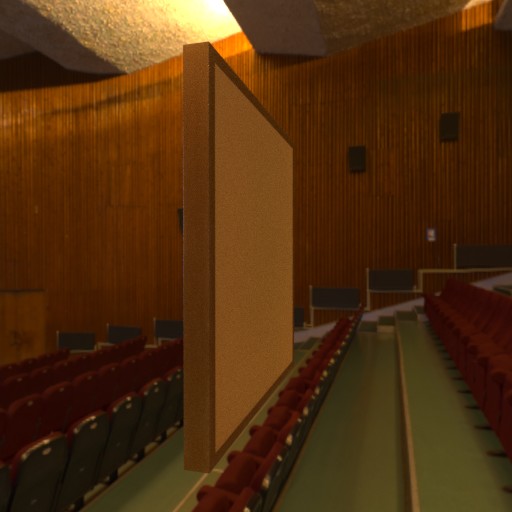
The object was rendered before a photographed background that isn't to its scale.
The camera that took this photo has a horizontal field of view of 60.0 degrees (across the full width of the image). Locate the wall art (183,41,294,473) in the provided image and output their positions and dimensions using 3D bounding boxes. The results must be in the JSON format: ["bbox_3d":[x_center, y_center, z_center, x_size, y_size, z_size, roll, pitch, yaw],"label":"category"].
[{"bbox_3d":[0.000,0.000,0.771,0.033,0.509,0.510,0,1,16],"label":"wall art"}]
